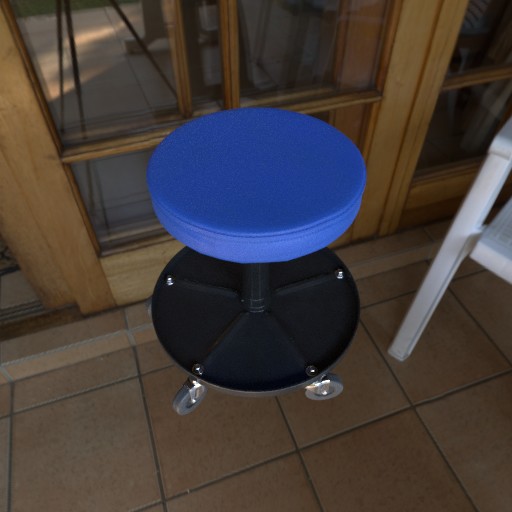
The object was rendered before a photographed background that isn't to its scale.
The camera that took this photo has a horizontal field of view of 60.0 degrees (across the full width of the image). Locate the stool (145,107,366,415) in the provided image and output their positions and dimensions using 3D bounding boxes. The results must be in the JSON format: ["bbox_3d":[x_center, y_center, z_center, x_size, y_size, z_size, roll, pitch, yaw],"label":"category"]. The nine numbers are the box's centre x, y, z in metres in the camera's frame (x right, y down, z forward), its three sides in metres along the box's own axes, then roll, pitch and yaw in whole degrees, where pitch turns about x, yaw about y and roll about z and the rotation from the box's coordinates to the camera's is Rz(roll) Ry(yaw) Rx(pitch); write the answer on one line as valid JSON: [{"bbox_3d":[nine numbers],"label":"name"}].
[{"bbox_3d":[0.000,0.000,0.687,0.381,0.365,0.382,-19,50,-17],"label":"stool"}]
